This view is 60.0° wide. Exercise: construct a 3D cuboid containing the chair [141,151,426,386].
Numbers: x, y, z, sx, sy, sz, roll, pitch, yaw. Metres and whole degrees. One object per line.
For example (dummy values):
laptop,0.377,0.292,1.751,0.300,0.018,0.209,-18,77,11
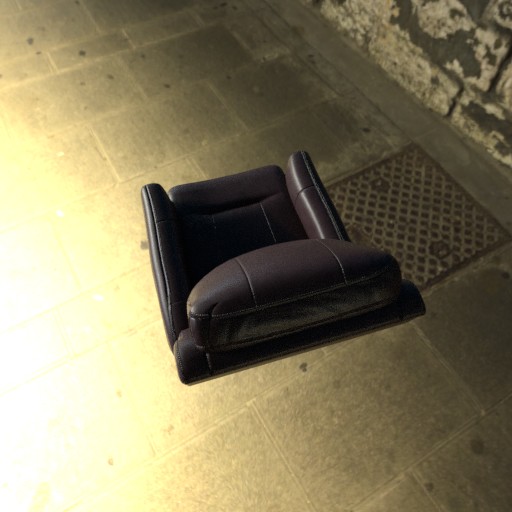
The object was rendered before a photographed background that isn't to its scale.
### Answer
chair,0.000,0.000,1.766,0.829,1.030,1.080,-14,60,-8
